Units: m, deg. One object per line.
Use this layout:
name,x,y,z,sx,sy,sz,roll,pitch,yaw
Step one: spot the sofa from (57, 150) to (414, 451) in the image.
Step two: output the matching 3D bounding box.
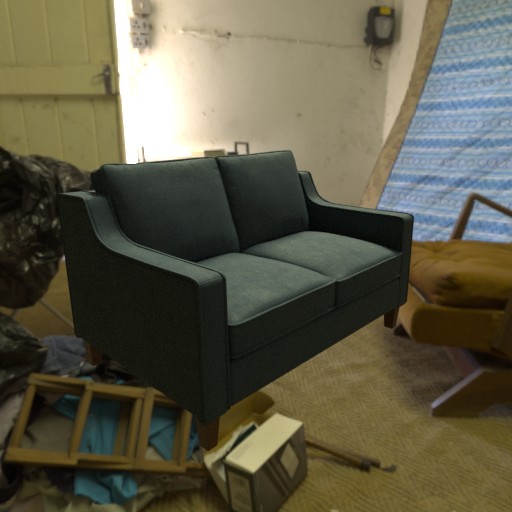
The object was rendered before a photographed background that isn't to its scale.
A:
sofa,0.000,0.000,2.218,0.987,0.971,1.501,15,22,41
